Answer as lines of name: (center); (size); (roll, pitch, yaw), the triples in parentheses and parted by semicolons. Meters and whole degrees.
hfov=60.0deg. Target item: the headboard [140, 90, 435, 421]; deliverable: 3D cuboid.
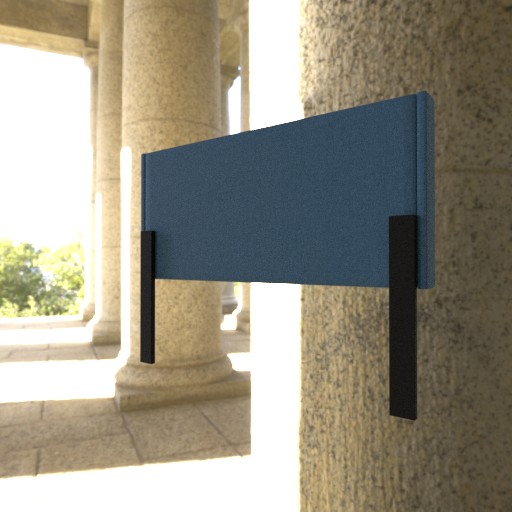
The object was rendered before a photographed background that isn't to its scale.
headboard: (0.000, 0.000, 2.701); (2.051, 1.524, 0.184); (0, -1, 37)
